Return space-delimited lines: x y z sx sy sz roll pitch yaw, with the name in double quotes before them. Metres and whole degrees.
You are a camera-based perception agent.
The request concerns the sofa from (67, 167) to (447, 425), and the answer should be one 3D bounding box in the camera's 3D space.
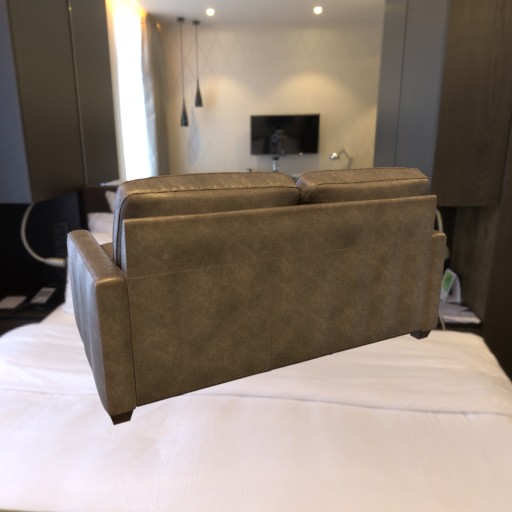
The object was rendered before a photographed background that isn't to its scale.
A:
"sofa" 0.000 0.000 2.285 1.732 0.916 0.939 -8 16 -27
